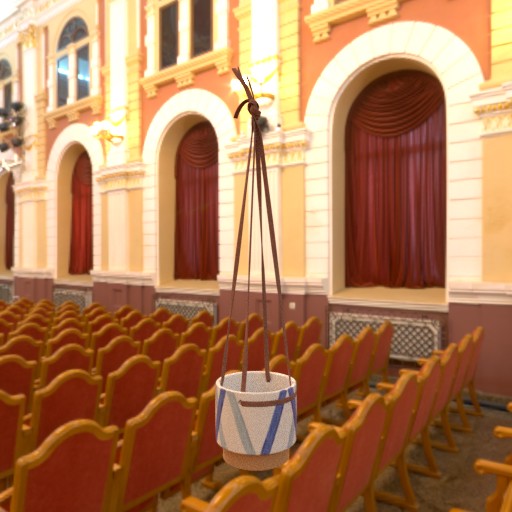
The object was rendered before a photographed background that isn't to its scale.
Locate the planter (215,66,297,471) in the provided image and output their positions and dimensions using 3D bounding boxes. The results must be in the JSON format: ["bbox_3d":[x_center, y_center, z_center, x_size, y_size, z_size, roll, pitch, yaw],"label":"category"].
[{"bbox_3d":[0.000,0.000,0.840,0.157,0.753,0.153,0,0,38],"label":"planter"}]
